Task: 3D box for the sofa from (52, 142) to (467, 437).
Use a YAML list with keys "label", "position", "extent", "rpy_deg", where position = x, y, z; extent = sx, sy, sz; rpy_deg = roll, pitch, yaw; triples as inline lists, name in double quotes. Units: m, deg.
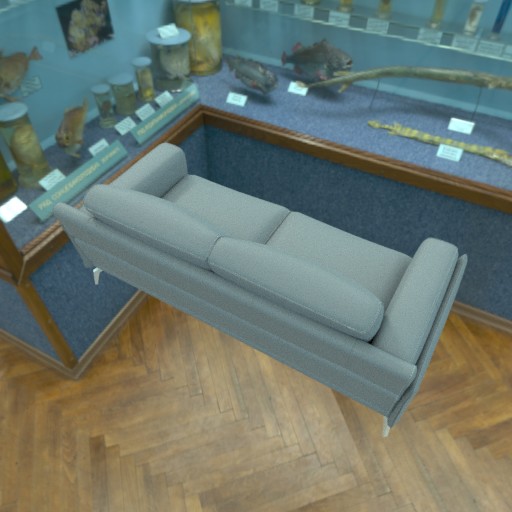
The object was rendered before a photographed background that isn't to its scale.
- label: "sofa"
  position: [0.000, 0.000, 2.534]
  extent: [2.100, 0.900, 0.969]
  rpy_deg: [23, 52, 20]
